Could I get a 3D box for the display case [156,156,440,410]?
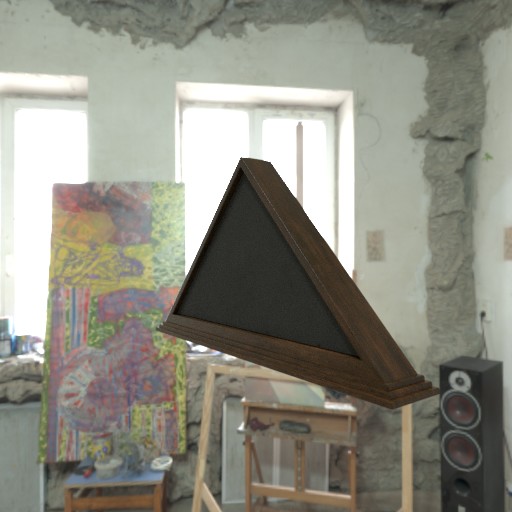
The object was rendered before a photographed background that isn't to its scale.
[{"bbox_3d":[0.000,0.000,0.778,0.095,0.340,0.640,0,0,-36],"label":"display case"}]
